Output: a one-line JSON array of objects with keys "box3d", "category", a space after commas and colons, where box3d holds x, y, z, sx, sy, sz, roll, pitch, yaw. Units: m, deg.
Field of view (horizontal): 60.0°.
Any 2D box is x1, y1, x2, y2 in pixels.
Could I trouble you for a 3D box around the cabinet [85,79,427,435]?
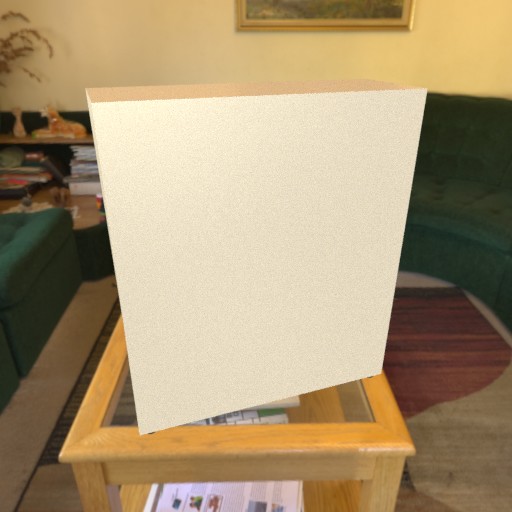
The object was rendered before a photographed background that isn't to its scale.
[{"box3d": [0.000, 0.000, 1.616, 0.990, 1.150, 0.348, -9, 28, -17], "category": "cabinet"}]
